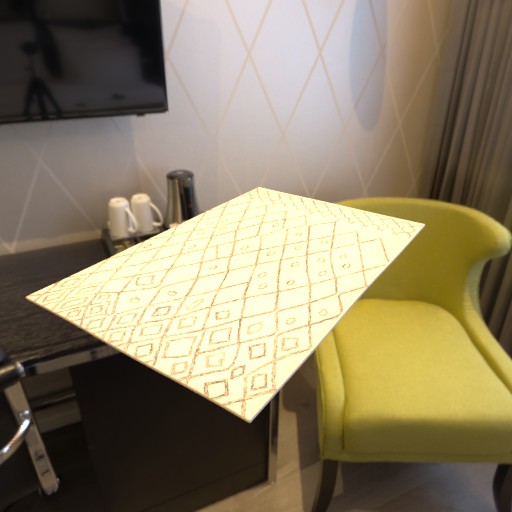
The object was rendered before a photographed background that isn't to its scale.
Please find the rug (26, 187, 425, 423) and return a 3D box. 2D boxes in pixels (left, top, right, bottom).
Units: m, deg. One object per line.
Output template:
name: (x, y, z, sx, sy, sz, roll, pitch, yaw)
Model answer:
rug: (0.000, 0.000, 2.321, 1.222, 0.015, 1.828, 18, 32, 30)
